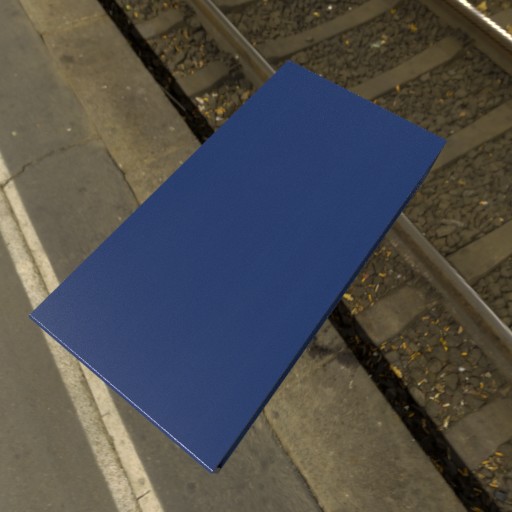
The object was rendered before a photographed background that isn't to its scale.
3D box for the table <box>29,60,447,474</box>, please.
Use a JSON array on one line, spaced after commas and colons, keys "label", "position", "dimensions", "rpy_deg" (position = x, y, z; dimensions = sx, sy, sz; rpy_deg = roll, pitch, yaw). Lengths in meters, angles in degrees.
[{"label": "table", "position": [0.000, 0.000, 1.354], "dimensions": [0.572, 0.457, 1.067], "rpy_deg": [34, 68, 15]}]
